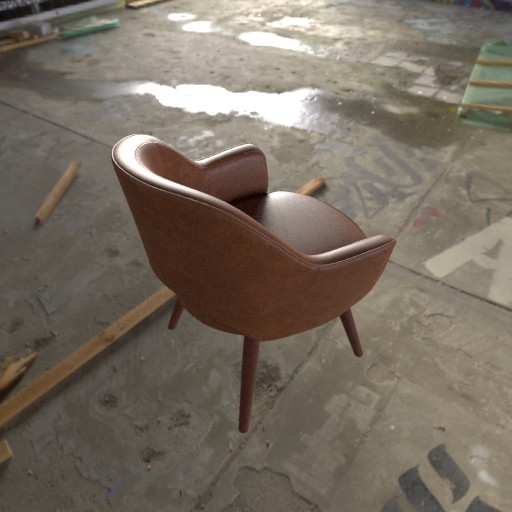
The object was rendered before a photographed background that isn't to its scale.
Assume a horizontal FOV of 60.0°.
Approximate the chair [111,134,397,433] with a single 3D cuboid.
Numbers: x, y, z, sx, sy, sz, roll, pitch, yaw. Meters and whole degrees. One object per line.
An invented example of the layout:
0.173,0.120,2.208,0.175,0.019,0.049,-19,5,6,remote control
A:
0.000,0.000,1.225,0.640,0.777,0.591,-25,47,-25,chair
